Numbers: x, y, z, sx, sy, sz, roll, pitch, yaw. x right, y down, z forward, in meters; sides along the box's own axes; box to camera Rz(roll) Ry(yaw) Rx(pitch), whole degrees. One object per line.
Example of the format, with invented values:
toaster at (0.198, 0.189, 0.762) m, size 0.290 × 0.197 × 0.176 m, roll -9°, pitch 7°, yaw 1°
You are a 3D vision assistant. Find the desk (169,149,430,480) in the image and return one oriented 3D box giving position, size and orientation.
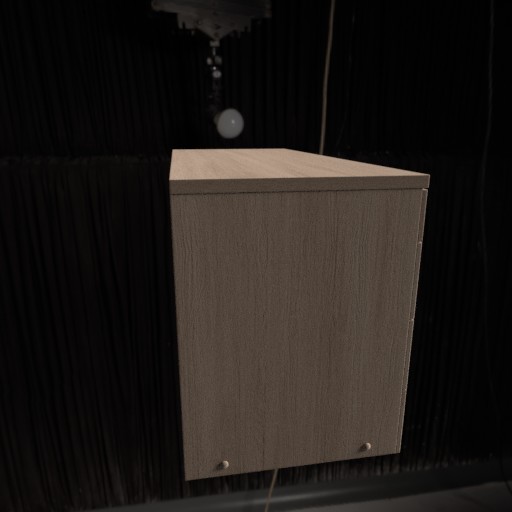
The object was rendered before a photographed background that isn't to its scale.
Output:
desk at (0.000, 0.000, 1.701) m, size 0.600 × 0.740 × 1.390 m, roll -3°, pitch 16°, yaw -10°
